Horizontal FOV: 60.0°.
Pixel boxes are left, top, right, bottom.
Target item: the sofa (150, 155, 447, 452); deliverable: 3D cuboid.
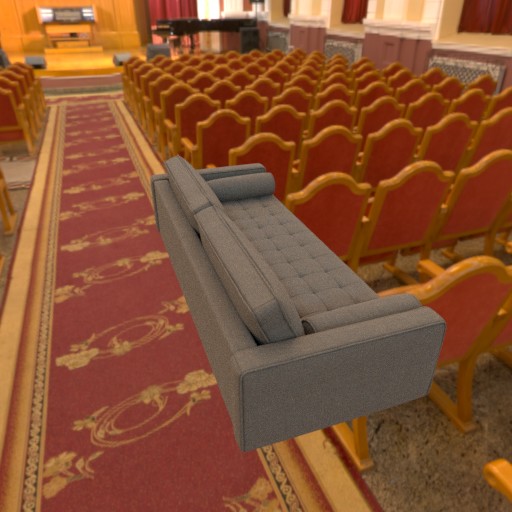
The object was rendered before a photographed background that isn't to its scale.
[{"bbox_3d":[0.000,0.000,2.647,0.914,0.762,2.198,-10,31,-17],"label":"sofa"}]
